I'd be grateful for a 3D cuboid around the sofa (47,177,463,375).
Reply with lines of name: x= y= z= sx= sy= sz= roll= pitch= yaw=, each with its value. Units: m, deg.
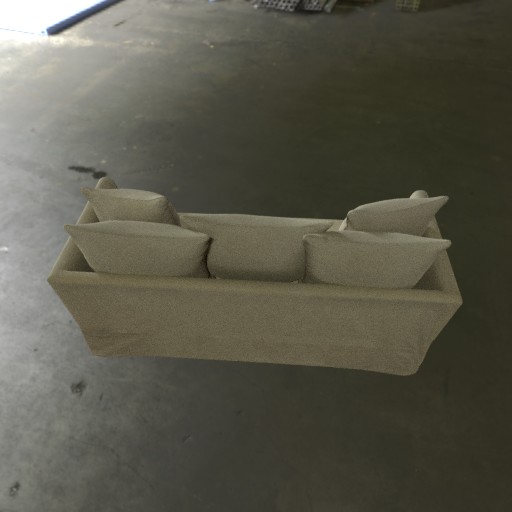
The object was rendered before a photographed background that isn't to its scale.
sofa: x=0.000 y=0.000 z=2.905 sx=2.290 sy=1.034 sz=1.031 roll=3 pitch=46 yaw=3
